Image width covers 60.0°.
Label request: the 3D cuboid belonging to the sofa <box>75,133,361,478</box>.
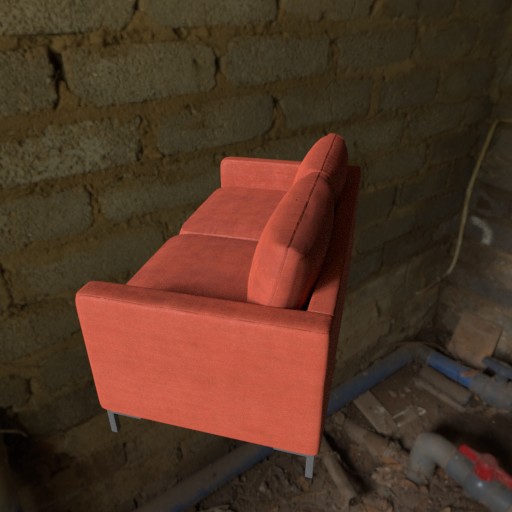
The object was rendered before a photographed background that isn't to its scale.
[{"bbox_3d":[0.000,0.000,2.100,0.864,0.896,1.574,7,31,13],"label":"sofa"}]
